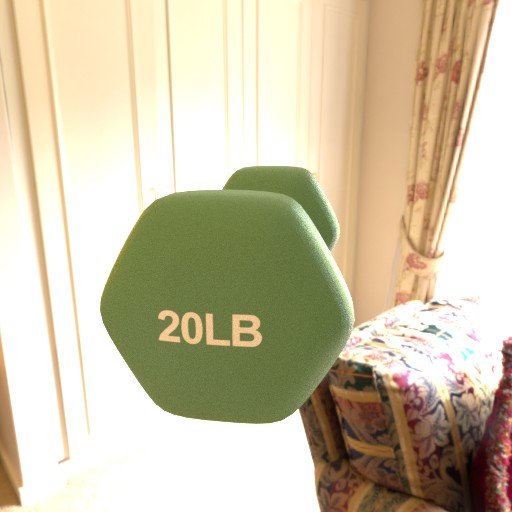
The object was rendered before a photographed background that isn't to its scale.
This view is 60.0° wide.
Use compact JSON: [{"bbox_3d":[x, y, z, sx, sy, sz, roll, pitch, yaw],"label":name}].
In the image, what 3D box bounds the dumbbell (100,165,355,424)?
[{"bbox_3d":[0.000,0.000,0.315,0.126,0.114,0.257,2,15,9],"label":"dumbbell"}]
